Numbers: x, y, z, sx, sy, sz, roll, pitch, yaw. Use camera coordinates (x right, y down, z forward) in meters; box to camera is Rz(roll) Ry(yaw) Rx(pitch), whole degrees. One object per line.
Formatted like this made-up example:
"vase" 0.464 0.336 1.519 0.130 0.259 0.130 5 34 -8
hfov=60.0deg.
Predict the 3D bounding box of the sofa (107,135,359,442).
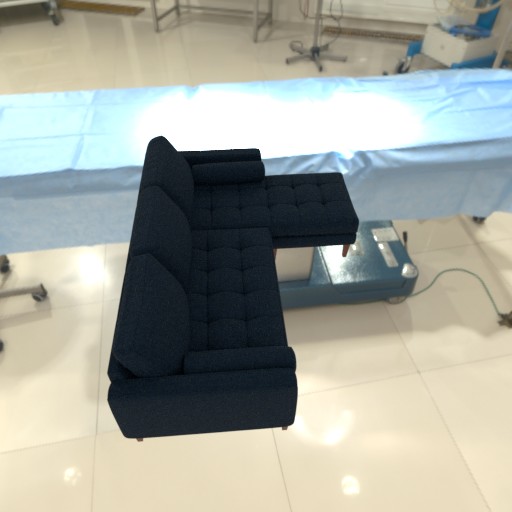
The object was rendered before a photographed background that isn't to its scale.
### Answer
"sofa" 0.000 0.000 3.019 1.613 0.841 2.185 -3 45 -3
